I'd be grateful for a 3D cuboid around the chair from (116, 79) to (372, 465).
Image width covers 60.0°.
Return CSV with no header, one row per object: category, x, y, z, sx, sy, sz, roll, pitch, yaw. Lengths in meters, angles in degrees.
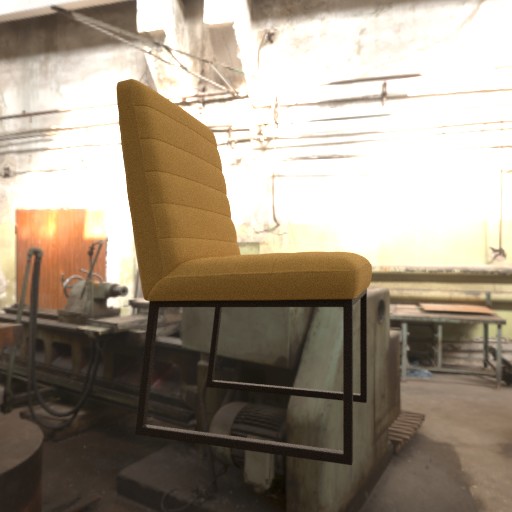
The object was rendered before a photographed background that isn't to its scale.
chair,0.000,0.000,1.295,0.634,0.930,0.520,0,0,18
